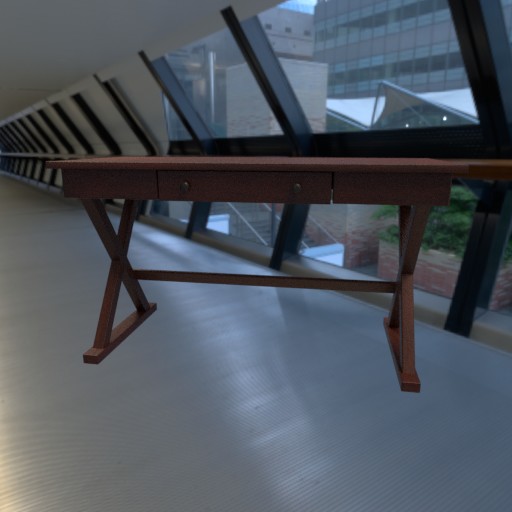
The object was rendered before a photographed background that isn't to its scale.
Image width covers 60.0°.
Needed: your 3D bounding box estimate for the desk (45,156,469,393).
[{"bbox_3d":[0.000,0.000,1.793,1.372,0.761,0.600,2,14,9],"label":"desk"}]
